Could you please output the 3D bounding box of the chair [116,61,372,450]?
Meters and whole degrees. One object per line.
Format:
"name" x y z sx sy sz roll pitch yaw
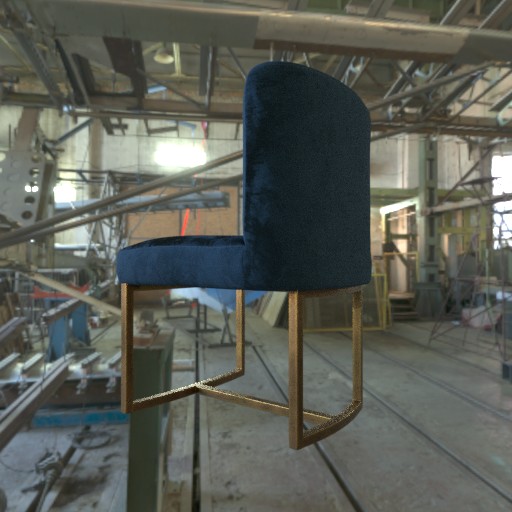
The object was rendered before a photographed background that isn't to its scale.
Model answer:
"chair" 0.000 0.000 1.210 0.560 0.824 0.530 0 -1 37
